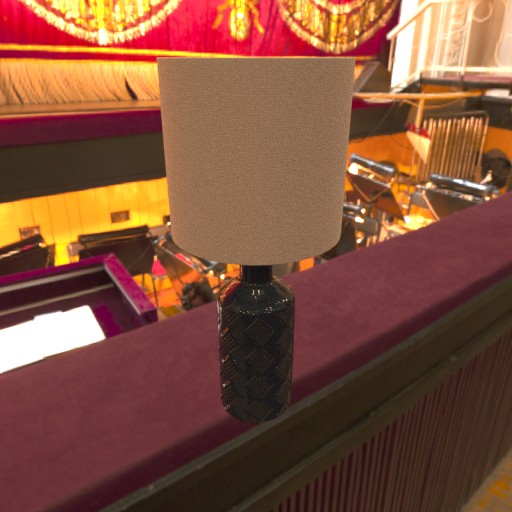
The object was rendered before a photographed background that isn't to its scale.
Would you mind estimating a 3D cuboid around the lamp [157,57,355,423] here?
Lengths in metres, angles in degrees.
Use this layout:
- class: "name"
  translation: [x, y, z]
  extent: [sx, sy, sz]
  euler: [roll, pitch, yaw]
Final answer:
- class: "lamp"
  translation: [0.000, 0.000, 0.564]
  extent: [0.207, 0.461, 0.207]
  euler: [-16, 29, -32]
